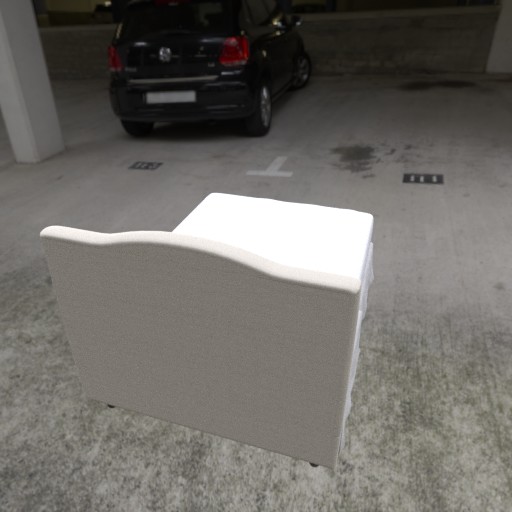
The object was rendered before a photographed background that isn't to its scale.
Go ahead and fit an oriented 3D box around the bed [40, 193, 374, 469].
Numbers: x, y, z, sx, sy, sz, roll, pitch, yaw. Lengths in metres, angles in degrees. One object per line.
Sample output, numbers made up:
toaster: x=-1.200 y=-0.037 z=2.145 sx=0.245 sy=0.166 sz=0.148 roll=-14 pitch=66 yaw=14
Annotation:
bed: x=0.000 y=0.000 z=3.319 sx=1.741 sy=1.449 sz=2.196 roll=10 pitch=33 yaw=15
